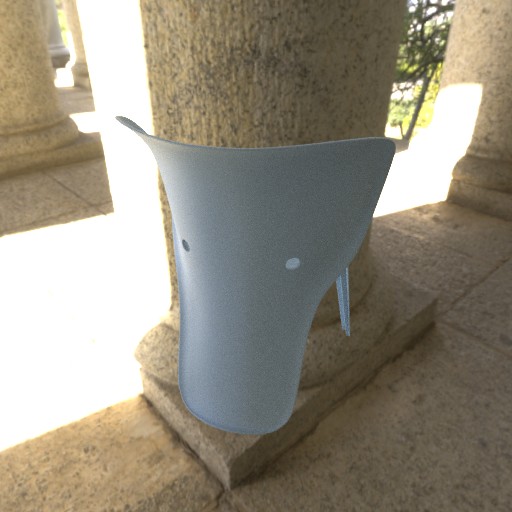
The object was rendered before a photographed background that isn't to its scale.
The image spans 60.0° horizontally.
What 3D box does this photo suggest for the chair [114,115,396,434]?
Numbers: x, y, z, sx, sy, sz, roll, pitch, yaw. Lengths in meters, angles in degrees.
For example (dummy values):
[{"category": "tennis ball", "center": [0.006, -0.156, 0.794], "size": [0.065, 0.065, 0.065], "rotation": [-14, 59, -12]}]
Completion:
[{"category": "chair", "center": [0.000, 0.000, 0.856], "size": [0.451, 0.554, 0.402], "rotation": [10, 32, 16]}]
